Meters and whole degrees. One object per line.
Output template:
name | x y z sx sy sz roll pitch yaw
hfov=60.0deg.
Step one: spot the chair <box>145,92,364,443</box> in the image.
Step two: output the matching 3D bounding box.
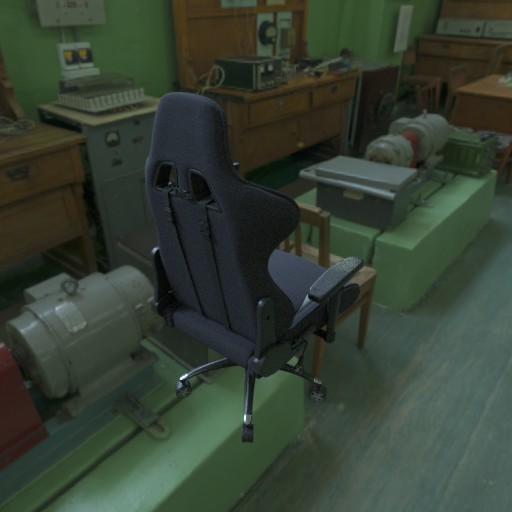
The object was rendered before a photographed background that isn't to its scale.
chair | 0.000 0.000 1.722 0.730 1.300 0.695 22 38 32
